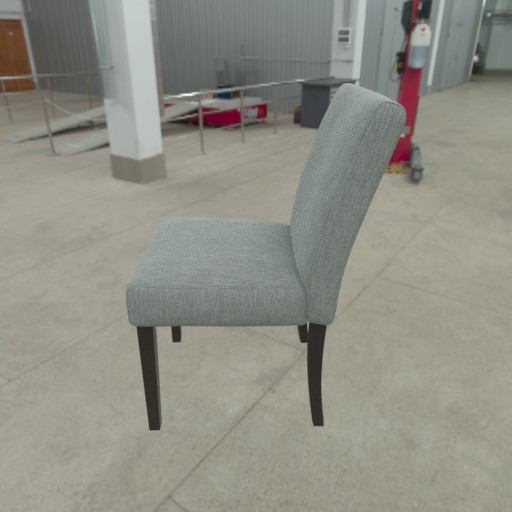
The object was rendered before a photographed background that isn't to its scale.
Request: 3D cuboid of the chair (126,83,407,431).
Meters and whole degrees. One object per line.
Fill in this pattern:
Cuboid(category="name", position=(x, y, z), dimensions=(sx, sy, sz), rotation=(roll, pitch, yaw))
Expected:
Cuboid(category="chair", position=(0.000, 0.000, 1.255), dimensions=(0.629, 0.884, 0.487), rotation=(0, 26, -1))
